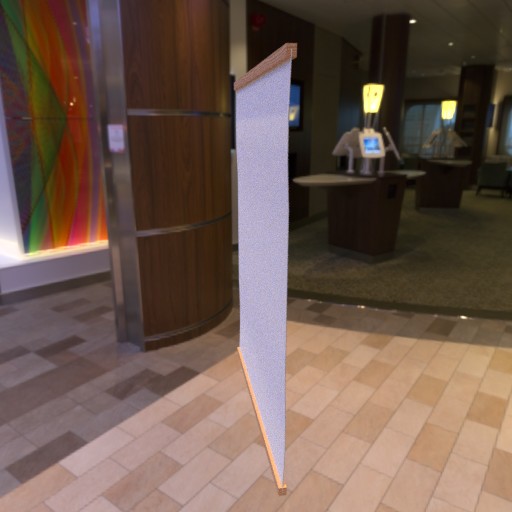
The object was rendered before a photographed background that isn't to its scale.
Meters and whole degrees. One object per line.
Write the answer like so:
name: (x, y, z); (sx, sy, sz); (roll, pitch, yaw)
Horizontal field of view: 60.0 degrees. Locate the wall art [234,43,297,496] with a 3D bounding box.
wall art: (0.000, 0.000, 1.299); (0.020, 1.016, 0.739); (-3, 16, -10)
